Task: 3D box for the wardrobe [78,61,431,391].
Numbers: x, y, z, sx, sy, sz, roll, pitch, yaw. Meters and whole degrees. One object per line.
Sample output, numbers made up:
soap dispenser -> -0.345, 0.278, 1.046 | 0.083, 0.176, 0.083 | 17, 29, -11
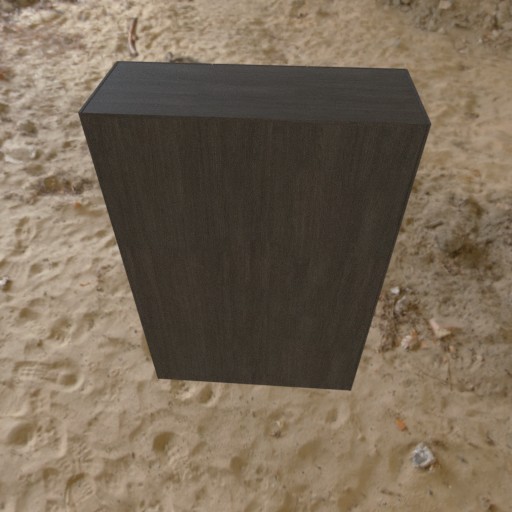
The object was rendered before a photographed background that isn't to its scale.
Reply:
wardrobe -> 0.000, 0.000, 2.464 | 1.290, 1.910, 0.510 | 3, 45, 3
